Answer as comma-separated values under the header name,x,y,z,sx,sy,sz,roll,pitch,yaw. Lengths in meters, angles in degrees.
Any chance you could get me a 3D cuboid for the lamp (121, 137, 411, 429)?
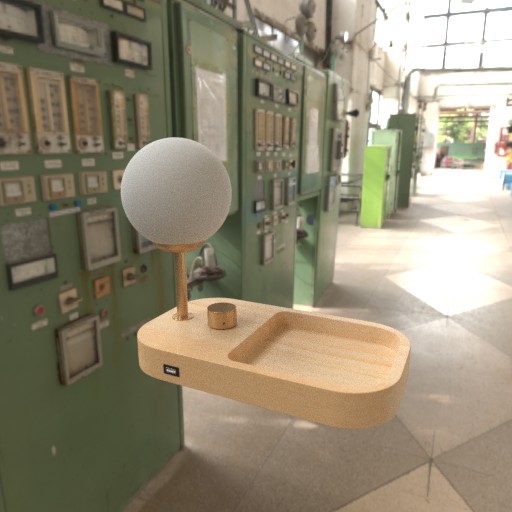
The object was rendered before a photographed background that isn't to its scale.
name,x,y,z,sx,sy,sz,roll,pitch,yaw
lamp,0.000,0.000,0.486,0.331,0.253,0.173,7,16,25
